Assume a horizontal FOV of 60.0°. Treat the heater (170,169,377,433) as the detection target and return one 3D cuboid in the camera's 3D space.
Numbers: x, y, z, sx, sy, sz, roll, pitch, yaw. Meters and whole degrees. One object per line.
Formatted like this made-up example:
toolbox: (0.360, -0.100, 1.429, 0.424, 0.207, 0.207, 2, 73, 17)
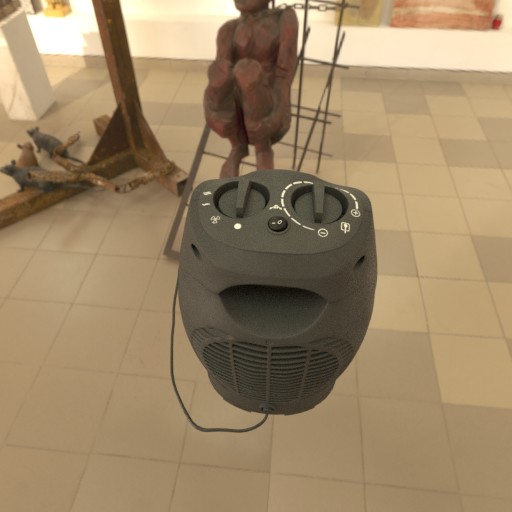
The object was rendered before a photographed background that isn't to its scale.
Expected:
heater: (0.000, 0.000, 0.480, 0.239, 0.255, 0.291, 4, 47, 4)
